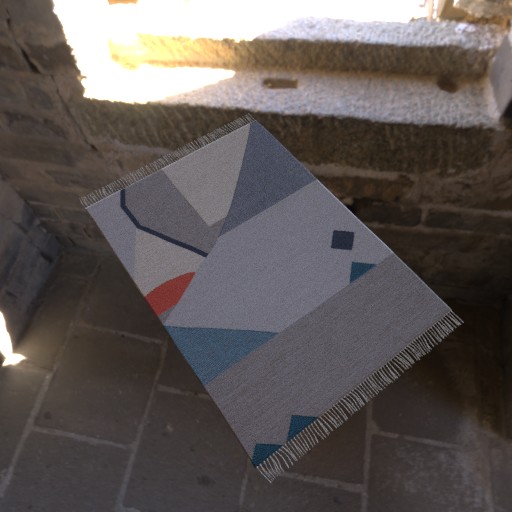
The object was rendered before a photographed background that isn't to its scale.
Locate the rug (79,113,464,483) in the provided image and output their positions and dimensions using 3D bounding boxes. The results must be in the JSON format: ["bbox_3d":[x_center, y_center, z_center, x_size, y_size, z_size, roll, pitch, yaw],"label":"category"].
[{"bbox_3d":[0.000,0.000,2.375,1.220,0.005,1.828,-32,65,-17],"label":"rug"}]
